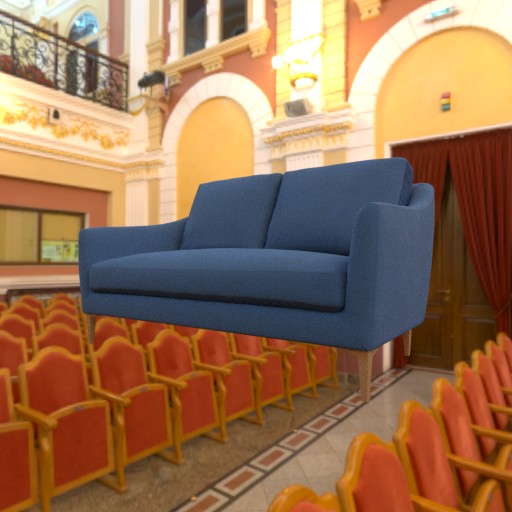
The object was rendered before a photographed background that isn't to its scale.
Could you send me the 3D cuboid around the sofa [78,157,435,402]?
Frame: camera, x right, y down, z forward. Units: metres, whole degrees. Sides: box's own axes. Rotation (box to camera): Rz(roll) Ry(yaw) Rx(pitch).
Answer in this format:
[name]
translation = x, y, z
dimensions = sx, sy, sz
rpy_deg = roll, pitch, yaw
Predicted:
[sofa]
translation = 0.000, 0.000, 2.159
dimensions = 1.619, 0.902, 0.960
rpy_deg = 0, 0, 38
